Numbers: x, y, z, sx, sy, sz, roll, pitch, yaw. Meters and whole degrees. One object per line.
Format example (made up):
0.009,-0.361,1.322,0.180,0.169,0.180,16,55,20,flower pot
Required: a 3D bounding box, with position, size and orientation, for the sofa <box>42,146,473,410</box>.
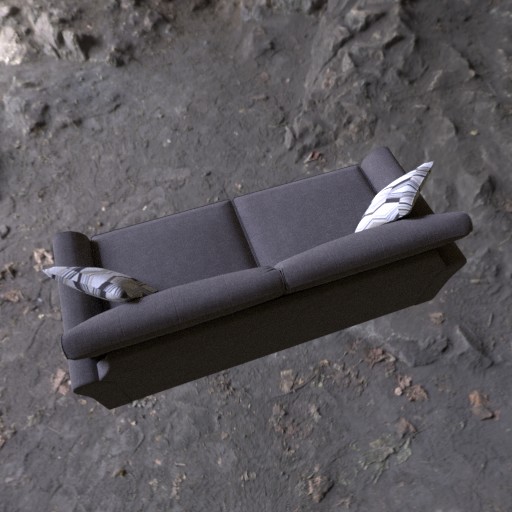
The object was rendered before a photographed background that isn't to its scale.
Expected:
0.000,0.000,2.412,2.032,0.813,0.889,-17,60,-10,sofa
